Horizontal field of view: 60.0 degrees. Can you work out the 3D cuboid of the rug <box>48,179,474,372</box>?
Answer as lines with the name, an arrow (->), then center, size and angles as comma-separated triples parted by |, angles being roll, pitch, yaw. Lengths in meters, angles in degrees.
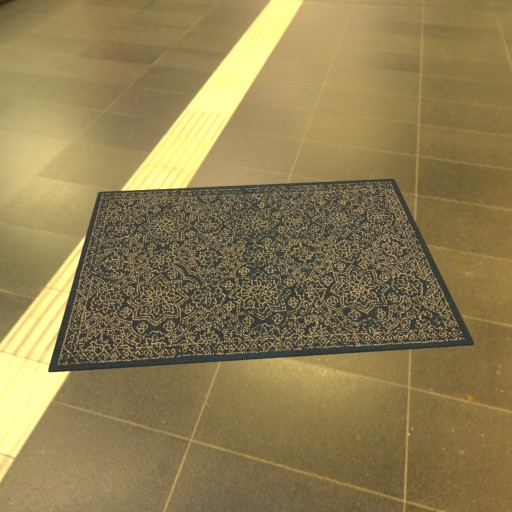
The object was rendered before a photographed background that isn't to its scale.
rug -> 0.000, 0.000, 2.312 | 1.829, 0.010, 1.219 | -3, 46, -3
